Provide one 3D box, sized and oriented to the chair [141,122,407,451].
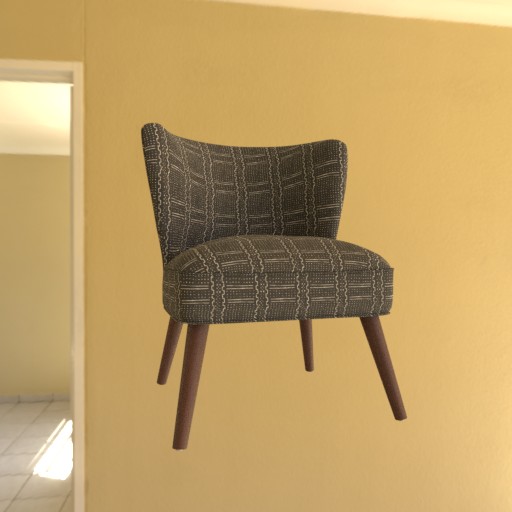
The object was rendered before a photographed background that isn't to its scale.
[{"bbox_3d":[0.000,0.000,1.422,0.710,0.866,0.758,0,0,-18],"label":"chair"}]
